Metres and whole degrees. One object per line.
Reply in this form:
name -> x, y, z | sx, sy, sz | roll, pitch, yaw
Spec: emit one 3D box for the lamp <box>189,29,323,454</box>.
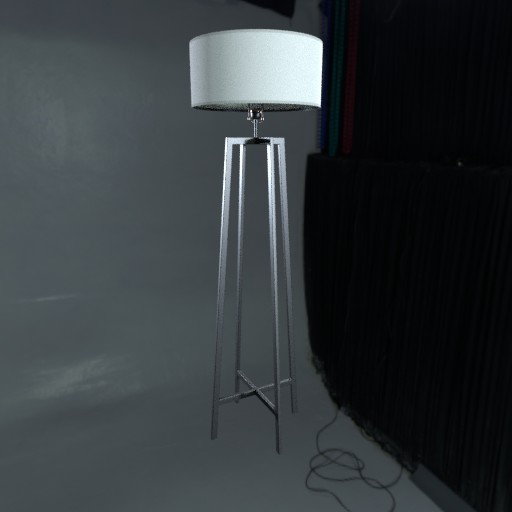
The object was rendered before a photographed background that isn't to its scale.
lamp -> 0.000, 0.000, 1.727 | 0.457, 1.510, 0.456 | -7, 16, -27
